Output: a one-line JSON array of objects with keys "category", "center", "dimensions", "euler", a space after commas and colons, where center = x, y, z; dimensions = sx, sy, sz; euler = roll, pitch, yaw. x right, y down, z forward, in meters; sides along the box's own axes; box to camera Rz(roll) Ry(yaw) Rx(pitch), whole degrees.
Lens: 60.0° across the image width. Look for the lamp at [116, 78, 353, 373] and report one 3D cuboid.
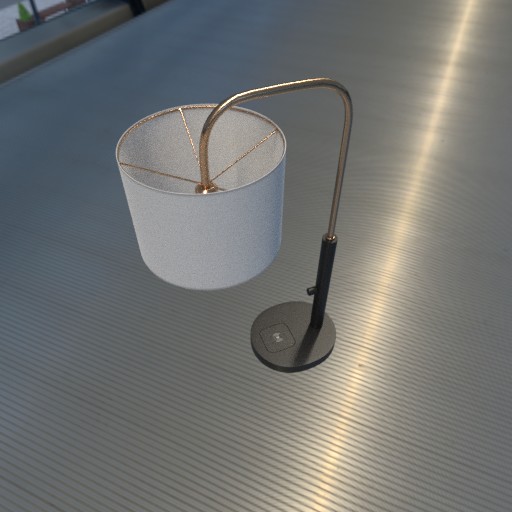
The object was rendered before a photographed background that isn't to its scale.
[{"category": "lamp", "center": [0.000, 0.000, 0.696], "dimensions": [0.337, 0.540, 0.199], "euler": [-16, 47, -15]}]
